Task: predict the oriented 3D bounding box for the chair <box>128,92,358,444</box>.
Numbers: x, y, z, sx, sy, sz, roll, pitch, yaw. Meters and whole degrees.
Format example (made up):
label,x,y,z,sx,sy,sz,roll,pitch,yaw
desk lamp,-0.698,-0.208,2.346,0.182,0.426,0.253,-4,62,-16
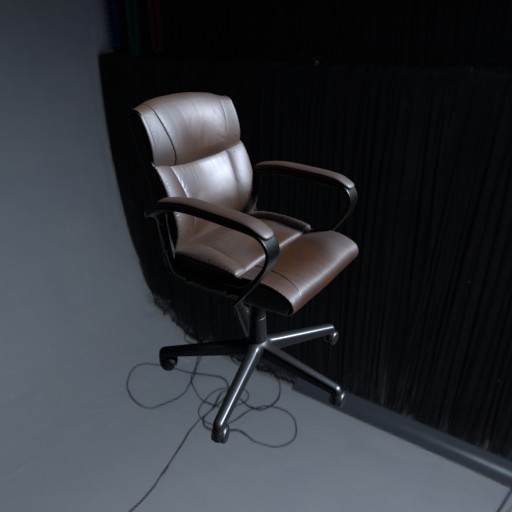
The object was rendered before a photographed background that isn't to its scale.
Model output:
label,x,y,z,sx,sy,sz,roll,pitch,yaw
chair,0.000,0.000,1.508,0.717,1.004,0.739,17,31,31
